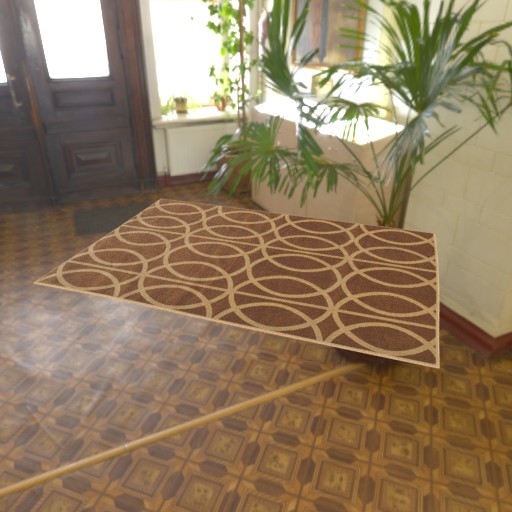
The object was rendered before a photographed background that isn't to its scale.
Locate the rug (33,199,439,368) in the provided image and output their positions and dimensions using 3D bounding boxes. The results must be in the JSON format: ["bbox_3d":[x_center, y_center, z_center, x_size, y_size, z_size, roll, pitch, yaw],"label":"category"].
[{"bbox_3d":[0.000,0.000,2.955,2.294,0.014,1.528,9,29,17],"label":"rug"}]
